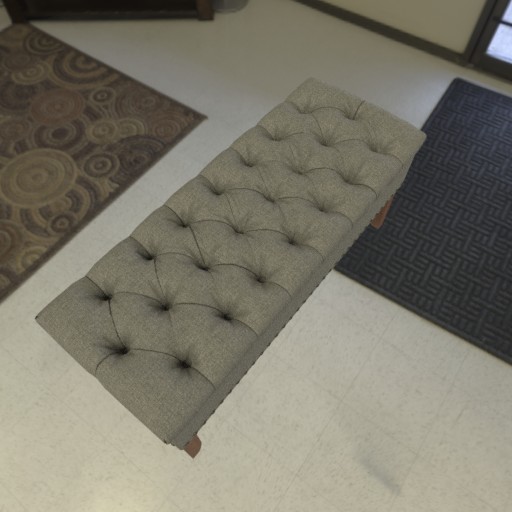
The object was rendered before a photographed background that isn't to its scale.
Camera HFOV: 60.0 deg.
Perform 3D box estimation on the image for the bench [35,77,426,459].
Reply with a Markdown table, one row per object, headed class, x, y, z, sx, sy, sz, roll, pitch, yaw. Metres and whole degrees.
| class | x | y | z | sx | sy | sz | roll | pitch | yaw |
| --- | --- | --- | --- | --- | --- | --- | --- | --- | --- |
| bench | 0.000 | 0.000 | 1.284 | 0.417 | 0.470 | 1.052 | 35 | 65 | 19 |
